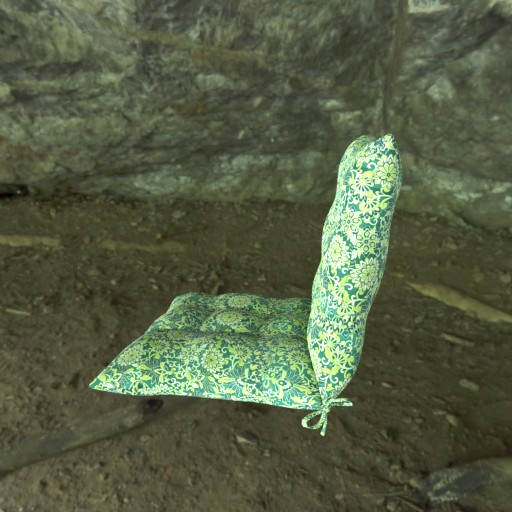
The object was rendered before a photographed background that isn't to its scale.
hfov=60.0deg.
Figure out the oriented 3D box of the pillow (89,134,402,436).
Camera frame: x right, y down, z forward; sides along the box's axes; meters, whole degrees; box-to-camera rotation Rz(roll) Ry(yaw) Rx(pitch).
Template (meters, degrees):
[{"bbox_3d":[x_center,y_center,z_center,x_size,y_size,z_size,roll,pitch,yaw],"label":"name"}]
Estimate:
[{"bbox_3d":[0.000,0.000,1.008,0.585,0.536,0.541,3,16,9],"label":"pillow"}]
